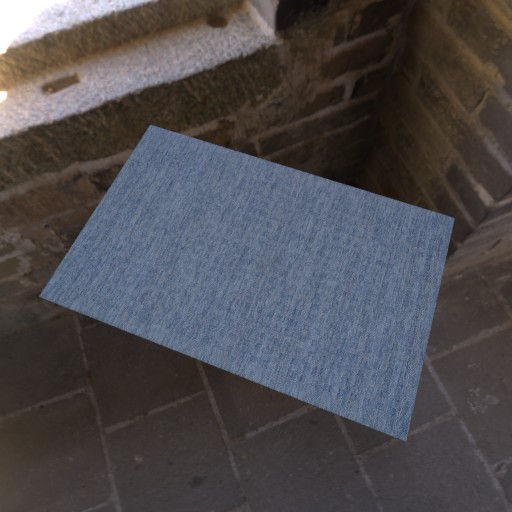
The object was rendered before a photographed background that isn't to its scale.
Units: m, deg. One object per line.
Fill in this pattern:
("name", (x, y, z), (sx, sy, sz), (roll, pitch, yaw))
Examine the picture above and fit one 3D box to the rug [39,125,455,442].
("rug", (0.000, 0.000, 2.188), (1.752, 0.006, 1.142), (19, 65, 9))
